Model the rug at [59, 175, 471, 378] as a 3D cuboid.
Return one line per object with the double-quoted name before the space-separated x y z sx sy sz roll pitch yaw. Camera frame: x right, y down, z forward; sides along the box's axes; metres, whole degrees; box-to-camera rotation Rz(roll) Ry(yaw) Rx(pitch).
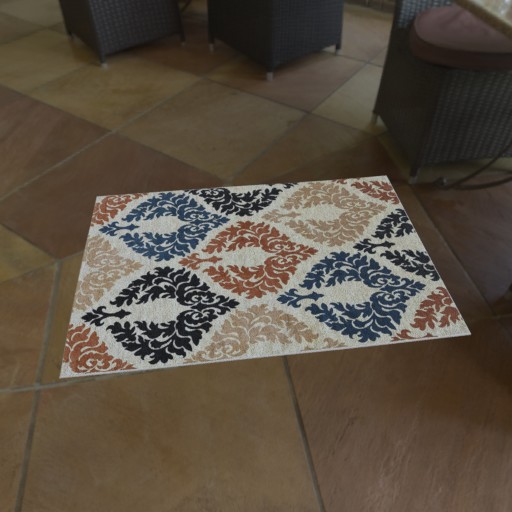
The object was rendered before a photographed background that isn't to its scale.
"rug" 0.000 0.000 2.931 2.275 0.014 1.514 -5 47 -5
